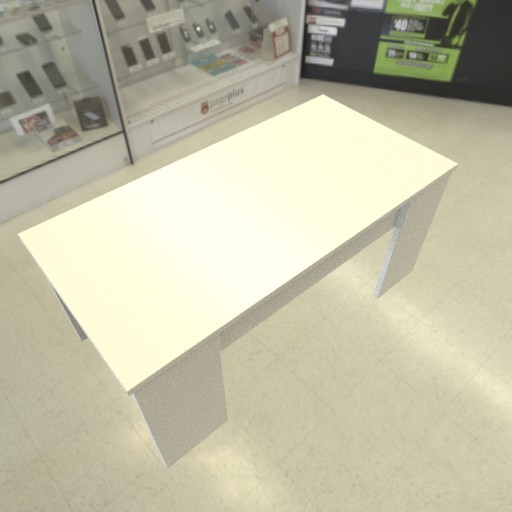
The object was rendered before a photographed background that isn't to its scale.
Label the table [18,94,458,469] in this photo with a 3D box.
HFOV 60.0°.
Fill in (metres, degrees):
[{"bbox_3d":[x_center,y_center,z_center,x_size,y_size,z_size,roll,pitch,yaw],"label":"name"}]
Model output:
[{"bbox_3d":[0.000,0.000,1.259,1.000,0.440,0.500,-32,55,-26],"label":"table"}]
